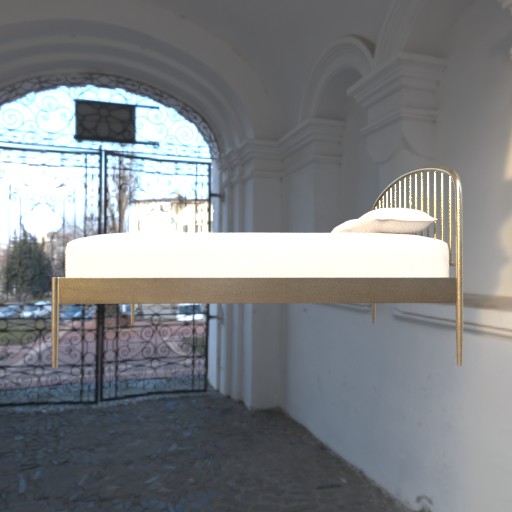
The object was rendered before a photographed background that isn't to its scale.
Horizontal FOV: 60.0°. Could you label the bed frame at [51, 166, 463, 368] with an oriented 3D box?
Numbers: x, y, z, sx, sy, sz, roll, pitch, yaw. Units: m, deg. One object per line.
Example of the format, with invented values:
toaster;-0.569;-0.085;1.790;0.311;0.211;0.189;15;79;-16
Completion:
bed frame;0.000;0.000;3.113;2.152;1.175;1.612;0;-1;-1
